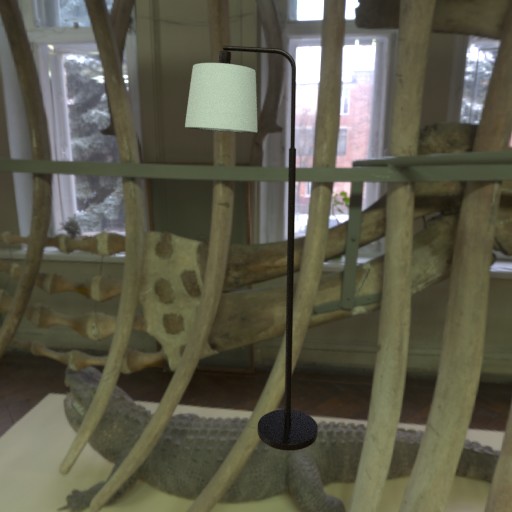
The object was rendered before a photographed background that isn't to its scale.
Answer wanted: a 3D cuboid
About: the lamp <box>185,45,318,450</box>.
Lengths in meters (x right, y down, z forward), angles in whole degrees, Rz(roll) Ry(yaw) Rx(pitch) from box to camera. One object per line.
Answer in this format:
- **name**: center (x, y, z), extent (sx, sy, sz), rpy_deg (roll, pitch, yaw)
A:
- **lamp**: center (0.000, 0.000, 1.677), extent (0.508, 1.478, 0.254), rpy_deg (2, 13, 7)
